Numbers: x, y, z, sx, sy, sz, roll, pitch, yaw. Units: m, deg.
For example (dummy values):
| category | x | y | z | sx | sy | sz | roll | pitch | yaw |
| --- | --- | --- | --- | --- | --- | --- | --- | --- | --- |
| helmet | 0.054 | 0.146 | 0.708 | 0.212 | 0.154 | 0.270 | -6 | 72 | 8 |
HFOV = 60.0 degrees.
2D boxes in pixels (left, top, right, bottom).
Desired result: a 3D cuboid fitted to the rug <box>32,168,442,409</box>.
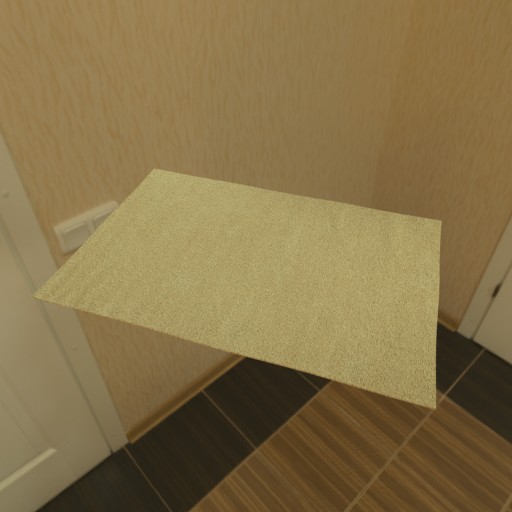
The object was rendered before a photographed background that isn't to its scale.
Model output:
| category | x | y | z | sx | sy | sz | roll | pitch | yaw |
| --- | --- | --- | --- | --- | --- | --- | --- | --- | --- |
| rug | 0.000 | 0.000 | 3.418 | 2.699 | 0.025 | 1.800 | 12 | 43 | 13 |
